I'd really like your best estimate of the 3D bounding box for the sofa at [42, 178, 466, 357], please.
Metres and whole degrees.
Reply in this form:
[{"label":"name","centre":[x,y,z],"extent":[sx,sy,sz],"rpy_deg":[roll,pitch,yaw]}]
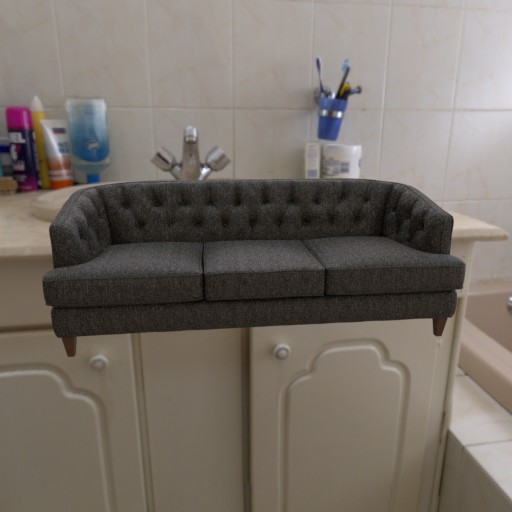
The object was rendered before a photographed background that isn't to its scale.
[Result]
[{"label":"sofa","centre":[0.000,0.000,2.754],"extent":[2.278,0.855,0.941],"rpy_deg":[-2,16,-6]}]
